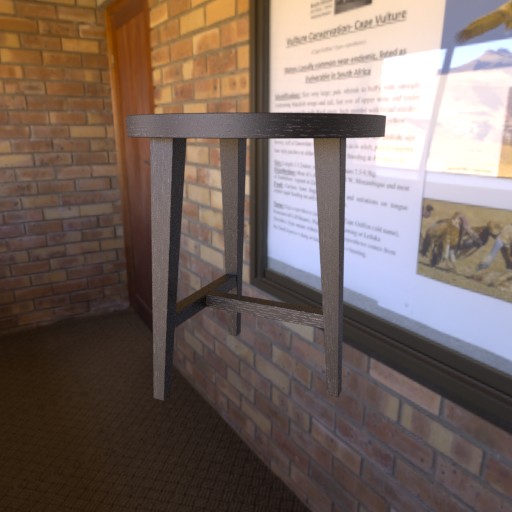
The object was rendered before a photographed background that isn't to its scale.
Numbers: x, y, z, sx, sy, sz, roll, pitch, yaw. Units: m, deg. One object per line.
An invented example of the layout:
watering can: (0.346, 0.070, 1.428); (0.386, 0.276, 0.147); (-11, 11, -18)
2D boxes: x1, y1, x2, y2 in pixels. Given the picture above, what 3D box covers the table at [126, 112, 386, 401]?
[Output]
table: (0.000, 0.000, 0.768); (0.399, 0.460, 0.399); (0, 16, 0)
